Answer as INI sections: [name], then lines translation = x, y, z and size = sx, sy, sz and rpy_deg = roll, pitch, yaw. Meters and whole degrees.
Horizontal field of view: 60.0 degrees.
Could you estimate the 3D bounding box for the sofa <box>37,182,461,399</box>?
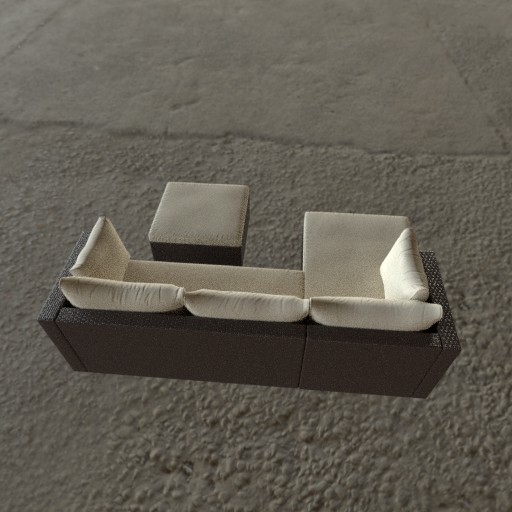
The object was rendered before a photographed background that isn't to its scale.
[sofa]
translation = 0.000, 0.000, 2.999
size = 2.192, 0.766, 1.612
rpy_deg = 3, 46, 3
